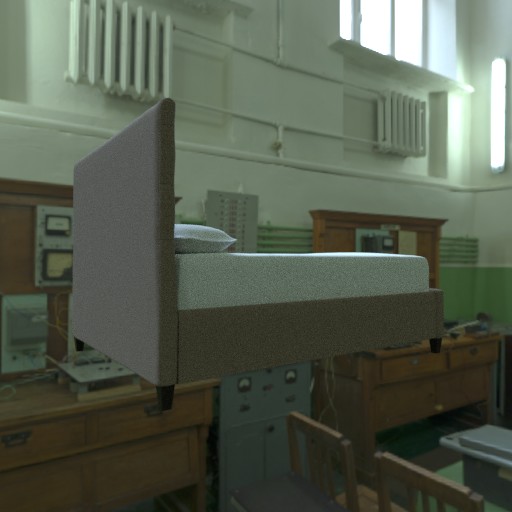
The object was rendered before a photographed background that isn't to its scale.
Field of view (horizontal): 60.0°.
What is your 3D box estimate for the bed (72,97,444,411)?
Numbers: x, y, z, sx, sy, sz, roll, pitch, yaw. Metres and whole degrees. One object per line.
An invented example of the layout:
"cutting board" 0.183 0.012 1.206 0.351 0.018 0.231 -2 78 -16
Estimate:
"bed" 0.000 0.000 3.306 2.233 1.426 1.696 0 -1 -35
